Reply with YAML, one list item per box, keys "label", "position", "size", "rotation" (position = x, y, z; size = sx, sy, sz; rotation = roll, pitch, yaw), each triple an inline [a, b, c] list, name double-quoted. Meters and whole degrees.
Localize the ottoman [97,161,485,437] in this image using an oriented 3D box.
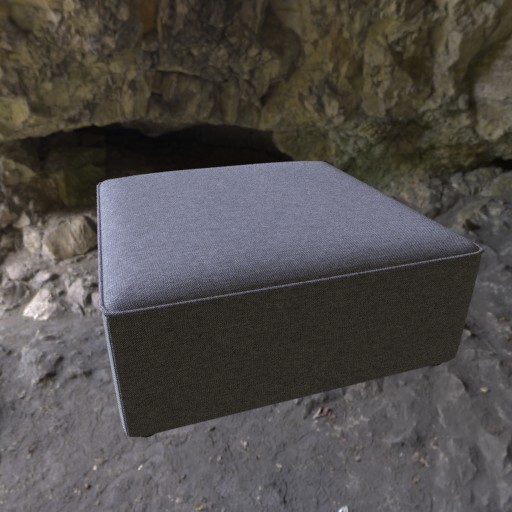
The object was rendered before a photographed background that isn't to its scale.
- label: "ottoman"
  position: [0.000, 0.000, 1.551]
  size: [1.005, 0.455, 1.005]
  rotation: [-8, 27, -16]
